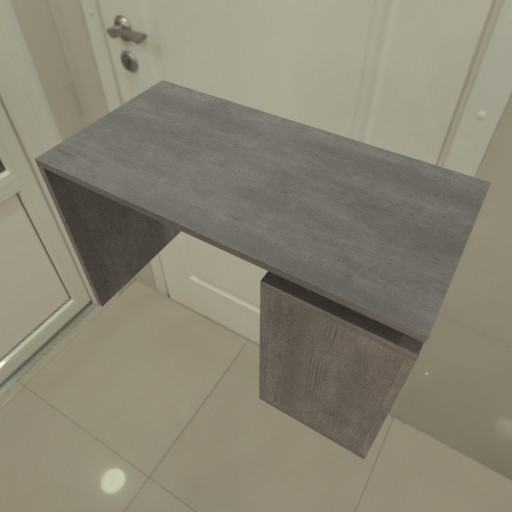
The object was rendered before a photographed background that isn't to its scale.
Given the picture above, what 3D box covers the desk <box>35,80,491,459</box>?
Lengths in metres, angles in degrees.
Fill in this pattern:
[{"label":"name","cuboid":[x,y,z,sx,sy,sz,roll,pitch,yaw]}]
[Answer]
[{"label":"desk","cuboid":[0.000,0.000,1.570,1.200,0.740,0.600,24,52,21]}]
